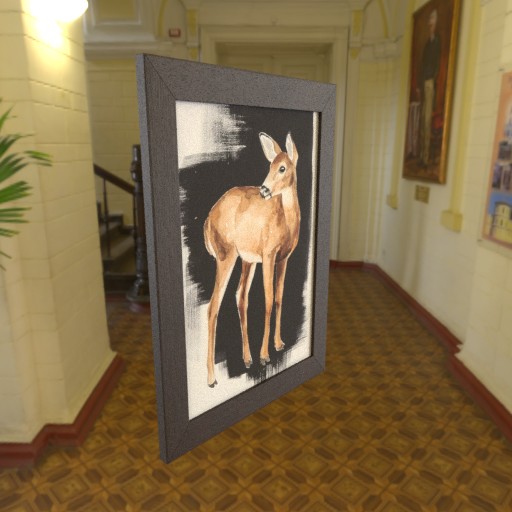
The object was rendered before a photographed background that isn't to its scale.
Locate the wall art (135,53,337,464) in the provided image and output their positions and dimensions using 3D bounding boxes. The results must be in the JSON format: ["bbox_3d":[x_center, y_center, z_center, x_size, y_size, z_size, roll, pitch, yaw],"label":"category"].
[{"bbox_3d":[0.000,0.000,0.664,0.017,0.513,0.359,14,19,43],"label":"wall art"}]
